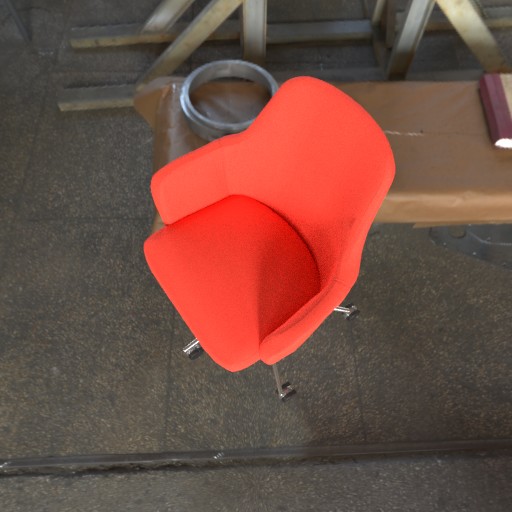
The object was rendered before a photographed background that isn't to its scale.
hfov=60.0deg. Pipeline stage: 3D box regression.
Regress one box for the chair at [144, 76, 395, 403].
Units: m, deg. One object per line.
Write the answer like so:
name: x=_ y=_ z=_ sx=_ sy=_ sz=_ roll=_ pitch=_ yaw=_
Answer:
chair: x=0.000 y=0.000 z=1.248 sx=0.600 sy=0.820 sz=0.655 roll=-32 pitch=67 yaw=-15
